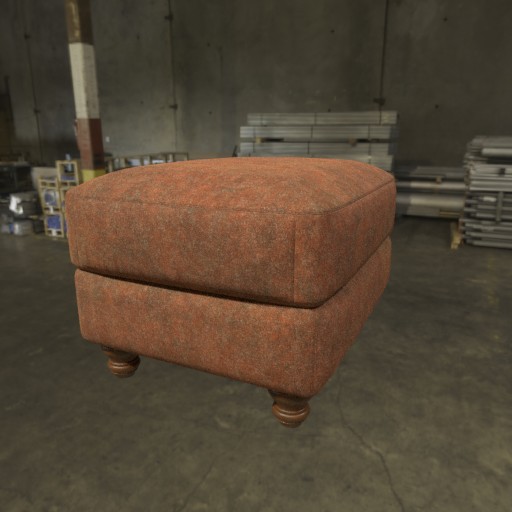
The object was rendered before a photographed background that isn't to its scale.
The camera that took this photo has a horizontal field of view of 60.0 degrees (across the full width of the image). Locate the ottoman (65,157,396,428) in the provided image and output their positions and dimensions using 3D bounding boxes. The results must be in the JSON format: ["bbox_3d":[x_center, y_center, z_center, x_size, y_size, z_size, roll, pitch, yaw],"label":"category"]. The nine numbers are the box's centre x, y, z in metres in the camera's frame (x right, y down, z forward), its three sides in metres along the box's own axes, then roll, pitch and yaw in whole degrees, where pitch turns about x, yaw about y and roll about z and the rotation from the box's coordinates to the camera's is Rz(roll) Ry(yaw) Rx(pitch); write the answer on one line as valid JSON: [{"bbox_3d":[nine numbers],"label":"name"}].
[{"bbox_3d":[0.000,0.000,1.185,0.635,0.508,0.787,7,17,25],"label":"ottoman"}]
